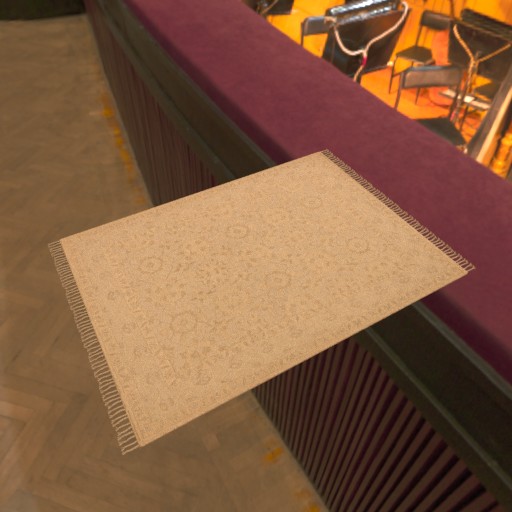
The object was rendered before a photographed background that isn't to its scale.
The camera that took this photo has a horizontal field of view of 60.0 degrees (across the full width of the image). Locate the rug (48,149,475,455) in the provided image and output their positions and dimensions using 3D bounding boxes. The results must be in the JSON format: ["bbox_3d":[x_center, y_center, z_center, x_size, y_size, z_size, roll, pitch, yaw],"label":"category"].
[{"bbox_3d":[0.000,0.000,2.219,1.771,0.015,1.223,-22,50,-20],"label":"rug"}]
